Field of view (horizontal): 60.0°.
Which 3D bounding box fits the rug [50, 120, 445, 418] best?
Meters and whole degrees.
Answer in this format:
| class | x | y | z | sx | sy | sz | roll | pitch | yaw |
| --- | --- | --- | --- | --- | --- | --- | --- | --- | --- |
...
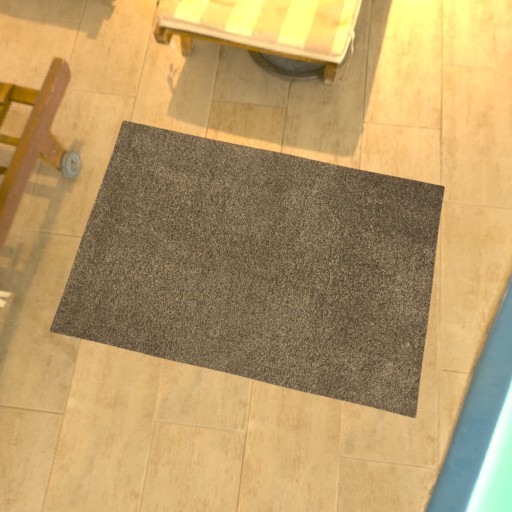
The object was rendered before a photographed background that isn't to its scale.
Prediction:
| class | x | y | z | sx | sy | sz | roll | pitch | yaw |
| --- | --- | --- | --- | --- | --- | --- | --- | --- | --- |
| rug | 0.000 | 0.000 | 3.412 | 2.699 | 0.026 | 1.802 | 12 | 75 | 3 |
